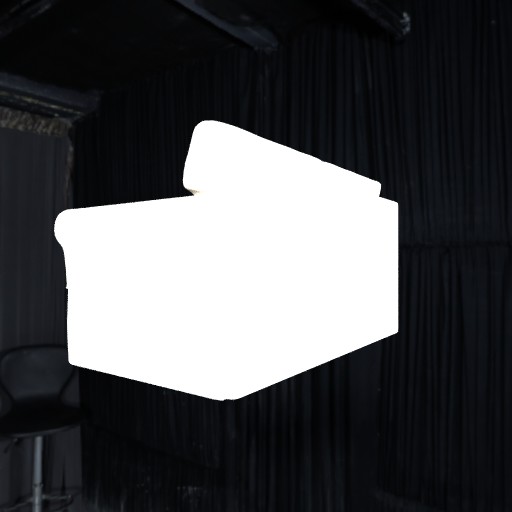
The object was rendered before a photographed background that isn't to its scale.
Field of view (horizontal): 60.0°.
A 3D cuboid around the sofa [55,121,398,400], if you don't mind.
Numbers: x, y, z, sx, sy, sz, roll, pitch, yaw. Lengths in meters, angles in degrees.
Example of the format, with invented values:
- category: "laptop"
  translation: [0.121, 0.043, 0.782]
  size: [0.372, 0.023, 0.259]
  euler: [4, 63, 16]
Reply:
- category: "sofa"
  translation: [0.000, 0.000, 2.347]
  size: [0.991, 0.940, 1.727]
  euler: [0, 0, 36]
